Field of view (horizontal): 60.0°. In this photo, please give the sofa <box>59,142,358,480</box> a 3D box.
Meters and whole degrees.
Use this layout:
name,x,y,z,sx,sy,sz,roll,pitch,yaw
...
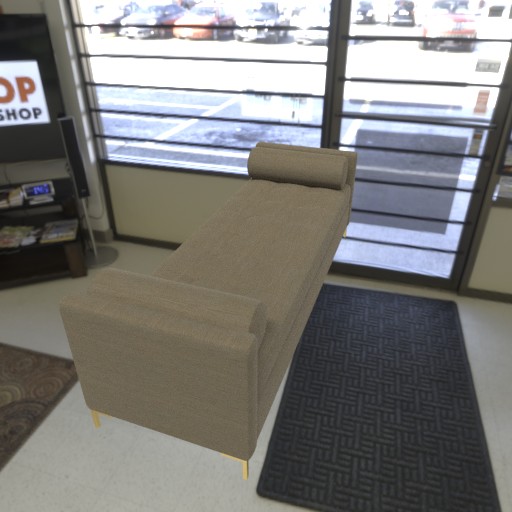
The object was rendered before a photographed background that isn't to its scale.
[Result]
name,x,y,z,sx,sy,sz,roll,pitch,yaw
sofa,0.000,0.000,2.311,0.686,0.635,1.981,11,32,17
